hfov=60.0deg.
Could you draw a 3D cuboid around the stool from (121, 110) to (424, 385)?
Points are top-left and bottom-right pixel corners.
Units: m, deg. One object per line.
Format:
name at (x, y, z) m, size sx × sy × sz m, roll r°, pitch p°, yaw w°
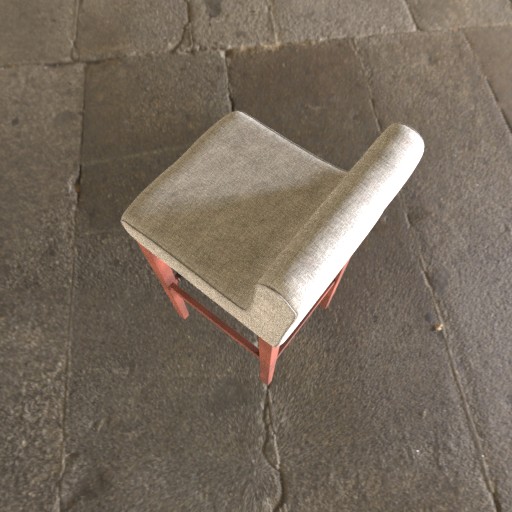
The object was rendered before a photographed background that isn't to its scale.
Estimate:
stool at (0.000, 0.000, 1.235) m, size 0.499 × 0.965 × 0.426 m, roll 35°, pitch 69°, yaw 15°
